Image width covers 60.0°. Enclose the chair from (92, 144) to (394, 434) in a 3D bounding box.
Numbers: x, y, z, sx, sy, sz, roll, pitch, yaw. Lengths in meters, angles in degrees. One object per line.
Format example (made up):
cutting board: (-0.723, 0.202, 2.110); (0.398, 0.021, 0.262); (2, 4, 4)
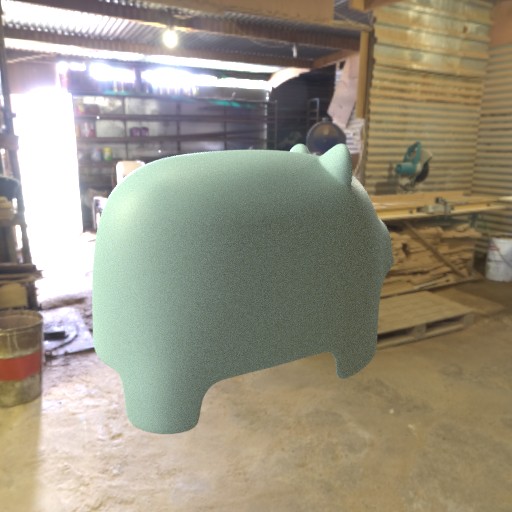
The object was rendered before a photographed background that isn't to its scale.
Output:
chair: (0.000, 0.000, 0.862); (0.619, 0.423, 0.364); (-7, 16, -27)
